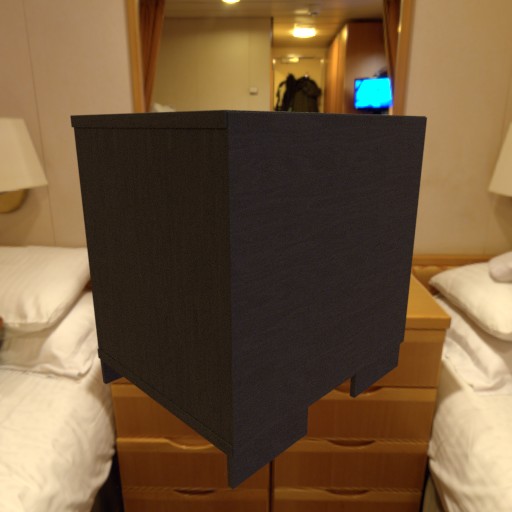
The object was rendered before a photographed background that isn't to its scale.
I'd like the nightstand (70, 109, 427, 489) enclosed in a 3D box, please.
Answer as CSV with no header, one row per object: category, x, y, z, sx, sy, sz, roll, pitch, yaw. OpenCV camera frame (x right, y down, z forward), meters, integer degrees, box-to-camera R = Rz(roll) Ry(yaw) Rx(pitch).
nightstand,0.000,0.000,0.742,0.347,0.448,0.427,16,23,43
